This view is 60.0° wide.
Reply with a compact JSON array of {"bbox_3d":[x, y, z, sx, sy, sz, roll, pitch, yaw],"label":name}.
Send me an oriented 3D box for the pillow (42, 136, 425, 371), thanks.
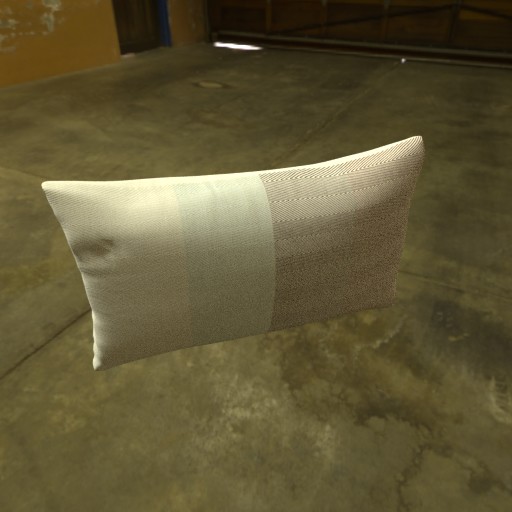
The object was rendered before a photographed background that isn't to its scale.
[{"bbox_3d":[0.000,0.000,0.641,0.506,0.305,0.139,-10,34,-15],"label":"pillow"}]
